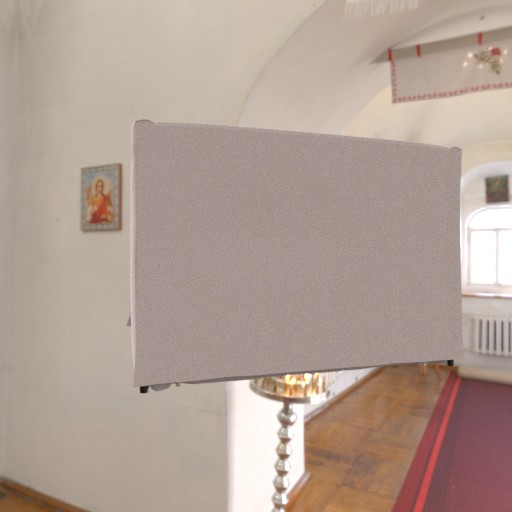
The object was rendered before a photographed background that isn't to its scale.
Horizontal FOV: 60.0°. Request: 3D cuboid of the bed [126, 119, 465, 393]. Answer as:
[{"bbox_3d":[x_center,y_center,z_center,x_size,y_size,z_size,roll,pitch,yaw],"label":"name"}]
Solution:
[{"bbox_3d":[0.000,0.000,3.443,1.925,1.332,2.276,0,0,-17],"label":"bed"}]
